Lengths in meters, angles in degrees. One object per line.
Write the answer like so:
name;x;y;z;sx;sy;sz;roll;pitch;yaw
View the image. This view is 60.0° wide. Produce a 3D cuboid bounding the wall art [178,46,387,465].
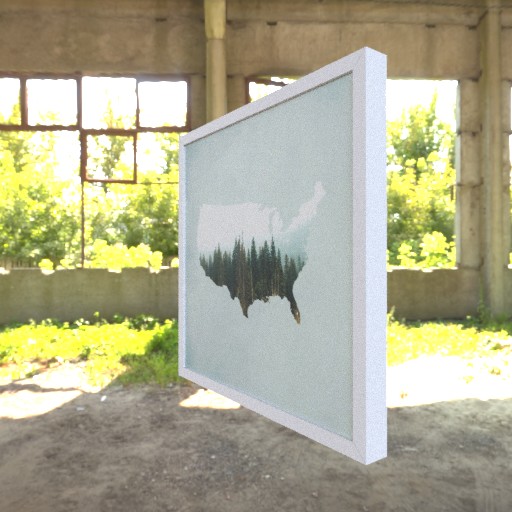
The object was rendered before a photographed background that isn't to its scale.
wall art;0.000;0.000;0.452;0.024;0.304;0.304;0;0;-36
